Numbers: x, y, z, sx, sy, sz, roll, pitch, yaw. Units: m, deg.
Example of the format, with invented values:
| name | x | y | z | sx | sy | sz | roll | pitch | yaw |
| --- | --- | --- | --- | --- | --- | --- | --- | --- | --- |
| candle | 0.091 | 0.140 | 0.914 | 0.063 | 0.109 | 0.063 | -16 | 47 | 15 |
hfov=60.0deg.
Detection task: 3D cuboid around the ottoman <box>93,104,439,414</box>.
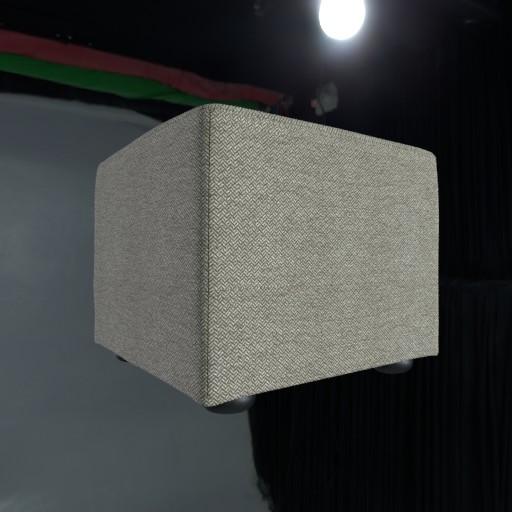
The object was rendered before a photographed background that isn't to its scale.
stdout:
| name | x | y | z | sx | sy | sz | roll | pitch | yaw |
| --- | --- | --- | --- | --- | --- | --- | --- | --- | --- |
| ottoman | 0.000 | 0.000 | 0.904 | 0.519 | 0.453 | 0.512 | 0 | 0 | -35 |
